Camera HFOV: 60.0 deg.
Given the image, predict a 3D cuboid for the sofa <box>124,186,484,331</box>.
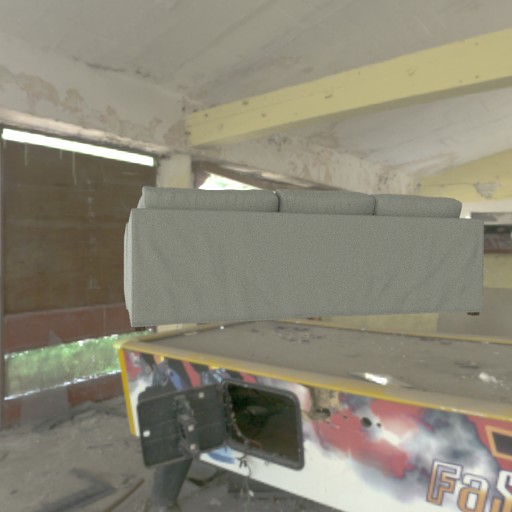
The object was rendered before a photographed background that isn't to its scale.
[{"bbox_3d":[0.000,0.000,4.295,2.432,0.871,3.182,0,0,-17],"label":"sofa"}]
